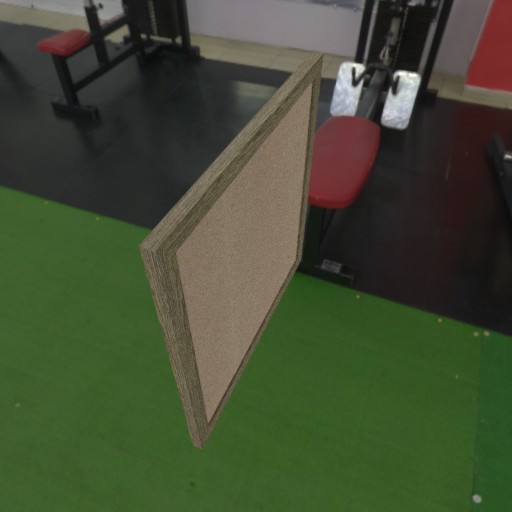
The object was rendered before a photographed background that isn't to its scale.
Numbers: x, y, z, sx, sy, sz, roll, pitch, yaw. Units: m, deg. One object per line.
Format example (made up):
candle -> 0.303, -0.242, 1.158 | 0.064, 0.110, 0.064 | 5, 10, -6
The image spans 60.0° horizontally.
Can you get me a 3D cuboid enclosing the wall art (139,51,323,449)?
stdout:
wall art -> 0.000, 0.000, 0.768 | 0.019, 0.508, 0.508 | 18, 49, 16
